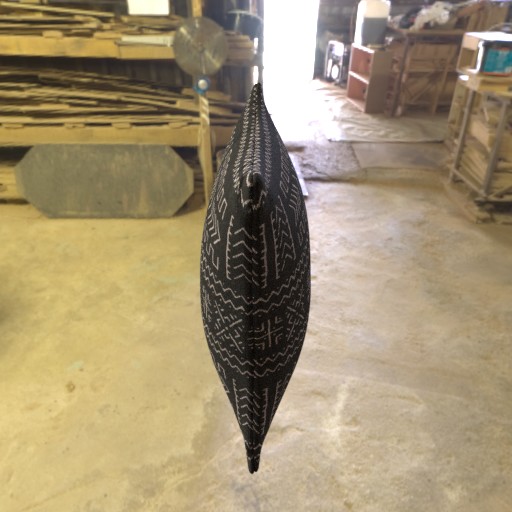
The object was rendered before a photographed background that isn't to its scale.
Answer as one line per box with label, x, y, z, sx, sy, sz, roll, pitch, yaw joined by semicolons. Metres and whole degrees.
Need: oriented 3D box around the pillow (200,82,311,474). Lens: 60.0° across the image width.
pillow;0.000;0.000;0.672;0.164;0.430;0.438;0;32;0
